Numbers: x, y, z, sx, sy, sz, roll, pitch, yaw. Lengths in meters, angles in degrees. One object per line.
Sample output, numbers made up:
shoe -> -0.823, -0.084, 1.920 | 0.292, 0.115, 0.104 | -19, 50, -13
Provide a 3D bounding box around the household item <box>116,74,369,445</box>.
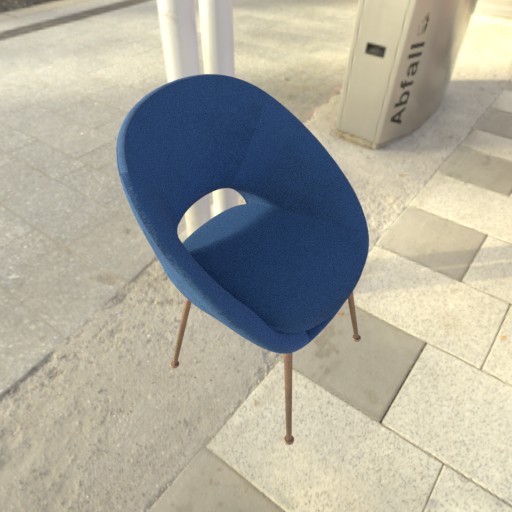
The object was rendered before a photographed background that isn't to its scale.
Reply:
household item -> 0.000, 0.000, 1.248 | 0.573, 0.852, 0.623 | 25, 48, 25
